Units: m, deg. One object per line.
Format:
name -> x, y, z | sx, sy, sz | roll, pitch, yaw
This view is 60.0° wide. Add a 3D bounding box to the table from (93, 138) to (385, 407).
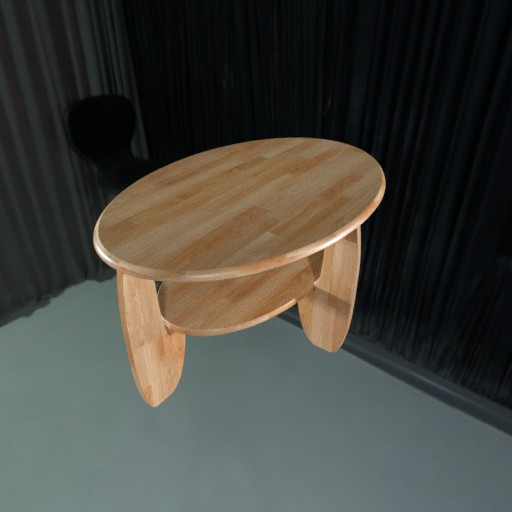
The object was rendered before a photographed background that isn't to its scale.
table -> 0.000, 0.000, 1.426 | 0.690, 0.490, 1.040 | 21, 38, 30
